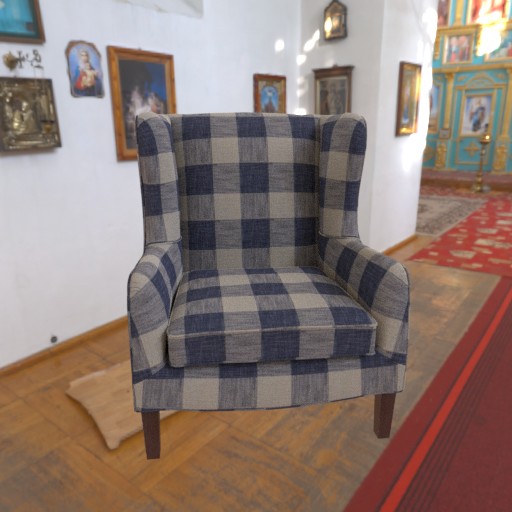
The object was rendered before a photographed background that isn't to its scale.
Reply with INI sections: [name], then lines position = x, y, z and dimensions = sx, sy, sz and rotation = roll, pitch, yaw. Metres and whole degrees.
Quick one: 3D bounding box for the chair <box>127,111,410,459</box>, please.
[chair]
position = 0.000, 0.000, 1.644
dimensions = 0.830, 1.041, 0.889
rotation = -2, 16, -7
